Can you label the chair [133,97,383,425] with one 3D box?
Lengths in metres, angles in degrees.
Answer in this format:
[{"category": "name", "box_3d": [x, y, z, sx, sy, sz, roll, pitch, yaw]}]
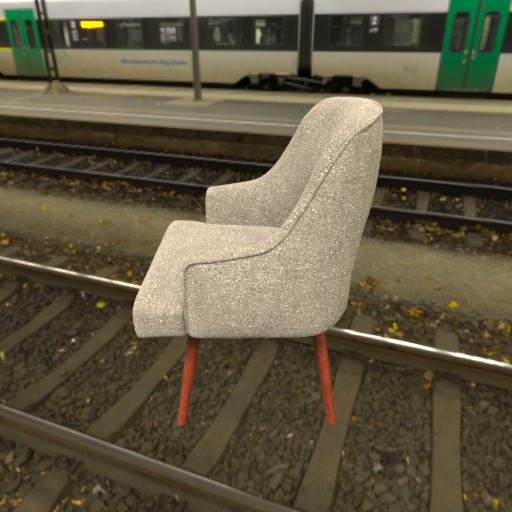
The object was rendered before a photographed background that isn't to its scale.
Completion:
[{"category": "chair", "box_3d": [0.000, 0.000, 1.318, 0.629, 0.875, 0.608, 0, 26, 0]}]
